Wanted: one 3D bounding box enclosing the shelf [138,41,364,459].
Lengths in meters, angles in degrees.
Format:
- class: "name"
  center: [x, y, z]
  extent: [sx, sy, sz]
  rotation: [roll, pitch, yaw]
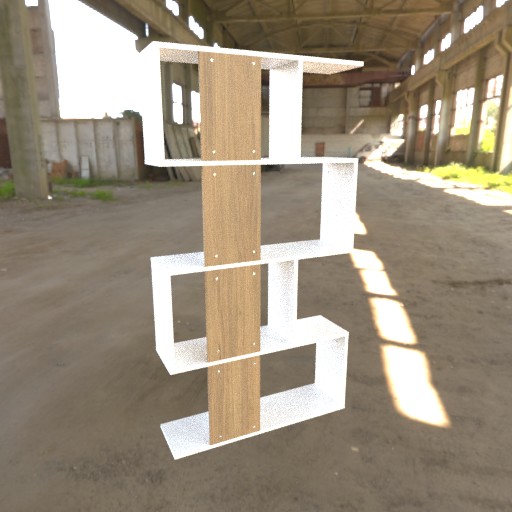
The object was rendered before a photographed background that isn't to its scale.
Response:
- class: "shelf"
  center: [0.000, 0.000, 1.994]
  extent: [0.890, 1.650, 0.250]
  rotation: [-7, 16, -25]
